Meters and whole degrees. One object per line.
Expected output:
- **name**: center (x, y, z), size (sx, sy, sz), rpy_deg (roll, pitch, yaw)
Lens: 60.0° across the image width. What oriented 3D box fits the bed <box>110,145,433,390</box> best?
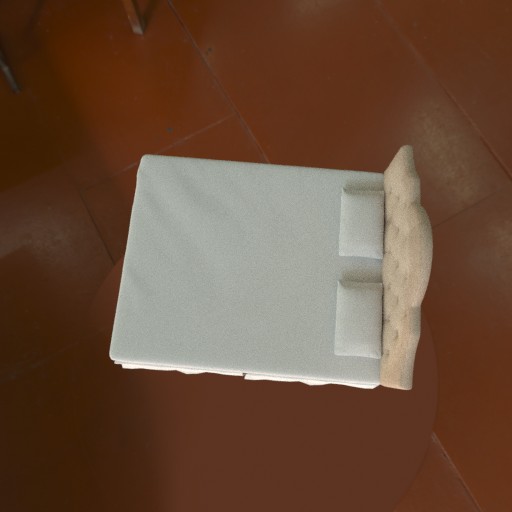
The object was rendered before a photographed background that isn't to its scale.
- **bed**: center (0.000, 0.000, 3.039), size (1.970, 1.194, 1.667), rpy_deg (5, 76, 1)
